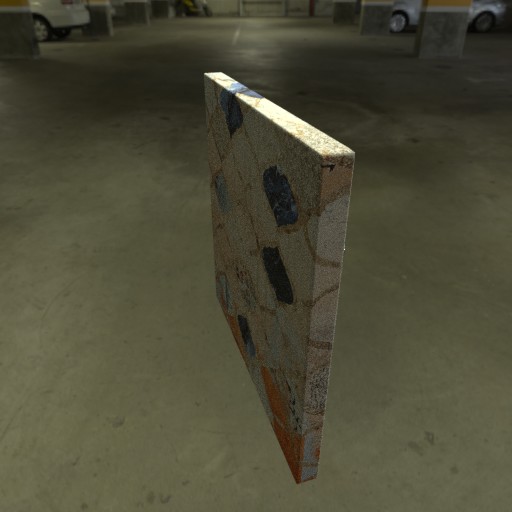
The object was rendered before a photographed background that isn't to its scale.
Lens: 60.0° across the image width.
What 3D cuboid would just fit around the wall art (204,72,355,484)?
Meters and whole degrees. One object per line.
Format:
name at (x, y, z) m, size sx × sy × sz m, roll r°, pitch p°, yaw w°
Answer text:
wall art at (0.000, 0.000, 0.746) m, size 0.038 × 0.508 × 0.507 m, roll -9°, pitch 32°, yaw -16°
